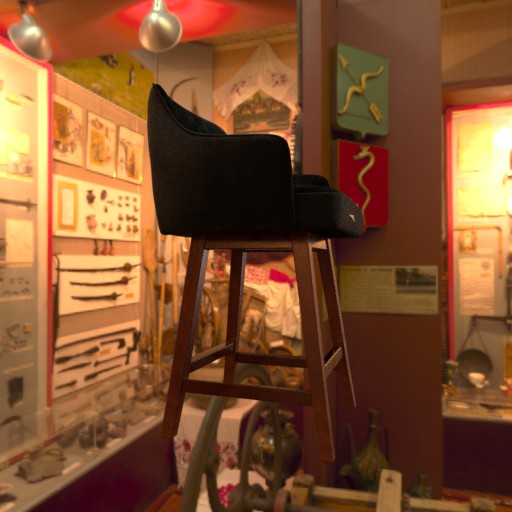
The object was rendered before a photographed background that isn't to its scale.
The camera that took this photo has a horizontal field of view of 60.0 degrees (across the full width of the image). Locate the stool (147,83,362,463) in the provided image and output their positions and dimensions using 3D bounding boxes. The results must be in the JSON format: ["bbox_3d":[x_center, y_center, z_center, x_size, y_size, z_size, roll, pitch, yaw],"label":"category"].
[{"bbox_3d":[0.000,0.000,1.277,0.560,0.940,0.550,0,-1,19],"label":"stool"}]
